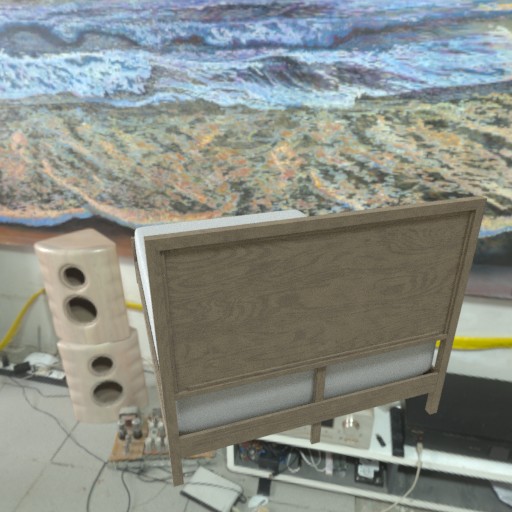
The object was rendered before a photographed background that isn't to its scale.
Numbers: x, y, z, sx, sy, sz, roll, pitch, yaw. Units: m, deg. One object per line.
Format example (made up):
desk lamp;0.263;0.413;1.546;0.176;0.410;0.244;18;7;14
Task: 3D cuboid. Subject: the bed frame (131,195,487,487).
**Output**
bed frame;0.000;0.000;3.126;1.606;1.369;2.189;-8;27;-16
